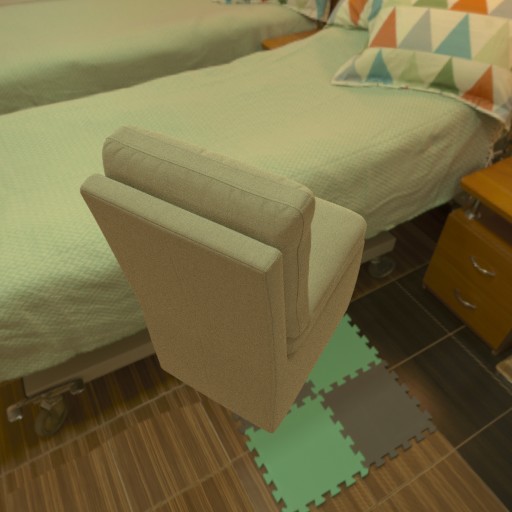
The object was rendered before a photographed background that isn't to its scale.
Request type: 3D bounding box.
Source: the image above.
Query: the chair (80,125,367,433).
[{"bbox_3d":[0.000,0.000,1.342,0.503,0.927,0.698,24,51,21],"label":"chair"}]
